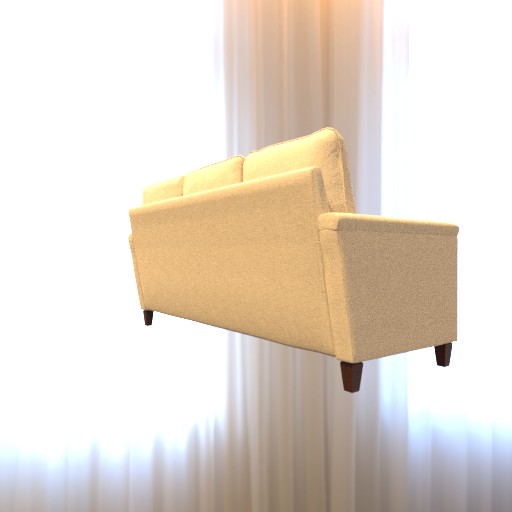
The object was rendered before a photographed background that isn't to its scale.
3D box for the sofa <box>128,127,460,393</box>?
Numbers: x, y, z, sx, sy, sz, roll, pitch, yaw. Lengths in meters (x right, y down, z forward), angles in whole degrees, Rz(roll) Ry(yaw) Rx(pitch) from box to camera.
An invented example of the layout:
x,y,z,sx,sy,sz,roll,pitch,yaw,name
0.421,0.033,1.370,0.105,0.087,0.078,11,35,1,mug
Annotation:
x,y,z,sx,sy,sz,roll,pitch,yaw,name
0.000,0.000,2.460,0.828,0.961,1.925,0,0,-37,sofa
